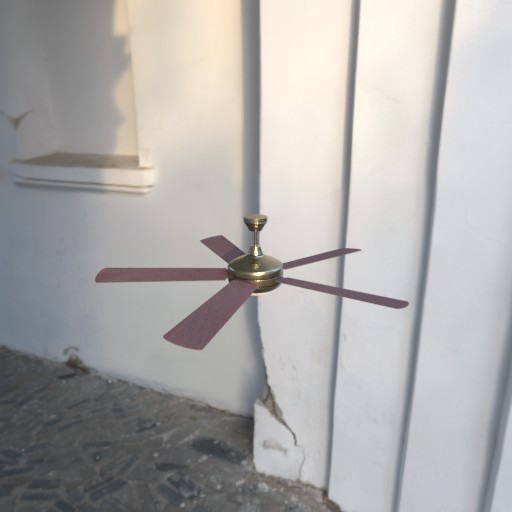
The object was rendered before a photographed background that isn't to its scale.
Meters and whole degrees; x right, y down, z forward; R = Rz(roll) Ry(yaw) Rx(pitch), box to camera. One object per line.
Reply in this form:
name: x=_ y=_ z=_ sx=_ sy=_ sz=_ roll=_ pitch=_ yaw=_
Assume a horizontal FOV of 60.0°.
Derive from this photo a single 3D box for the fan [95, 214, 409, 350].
fan: x=0.000 y=0.000 z=1.967 sx=1.321 sy=0.356 sz=1.321 roll=15 pitch=22 yaw=41
